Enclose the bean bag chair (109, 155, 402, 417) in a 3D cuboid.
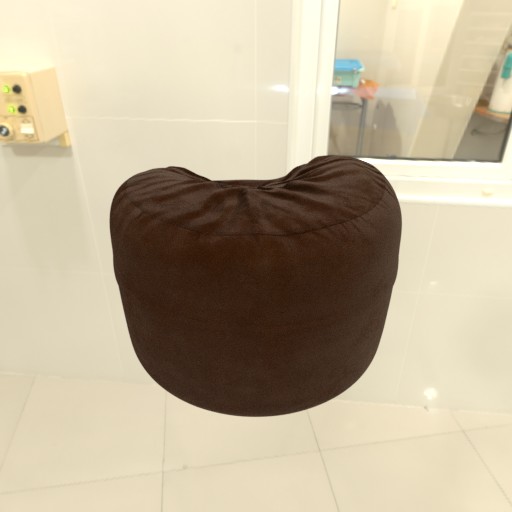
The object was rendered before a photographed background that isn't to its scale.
[{"bbox_3d":[0.000,0.000,1.499,0.918,0.616,0.918,0,30,0],"label":"bean bag chair"}]
